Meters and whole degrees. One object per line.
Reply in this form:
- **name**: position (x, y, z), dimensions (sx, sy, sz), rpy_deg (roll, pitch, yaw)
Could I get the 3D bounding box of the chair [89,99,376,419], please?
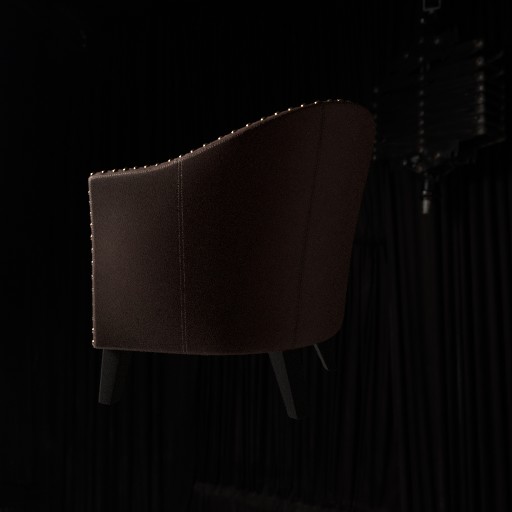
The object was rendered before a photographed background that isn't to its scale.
- **chair**: position (0.000, 0.000, 1.436), dimensions (0.748, 0.823, 0.794), rpy_deg (0, 0, 18)
